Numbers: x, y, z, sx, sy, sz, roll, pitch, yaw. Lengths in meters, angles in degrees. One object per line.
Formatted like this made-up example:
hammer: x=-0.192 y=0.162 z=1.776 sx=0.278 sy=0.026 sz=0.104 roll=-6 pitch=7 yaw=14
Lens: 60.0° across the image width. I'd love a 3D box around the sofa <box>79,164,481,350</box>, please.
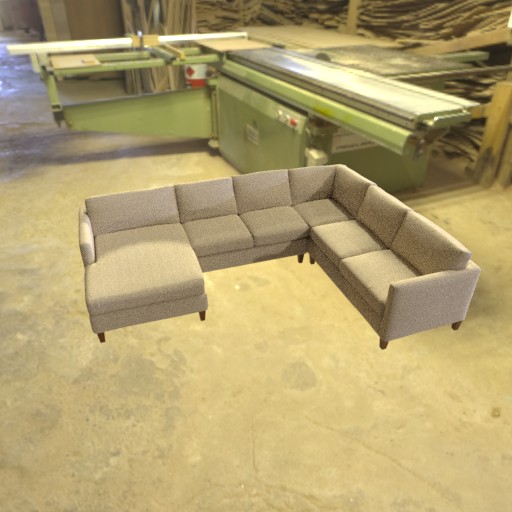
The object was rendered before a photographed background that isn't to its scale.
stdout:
sofa: x=0.000 y=0.000 z=4.662 sx=3.460 sy=0.961 sz=2.594 roll=-10 pitch=33 yaw=-16
